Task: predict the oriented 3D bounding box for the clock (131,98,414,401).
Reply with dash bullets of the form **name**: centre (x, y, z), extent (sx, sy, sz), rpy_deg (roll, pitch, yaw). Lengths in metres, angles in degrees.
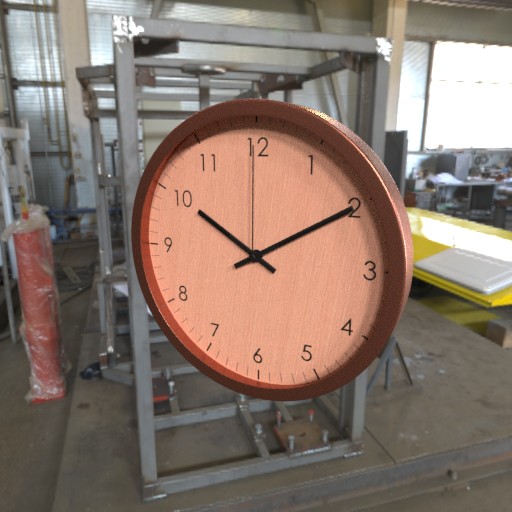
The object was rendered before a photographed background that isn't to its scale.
- **clock**: centre (0.000, 0.000, 0.470), extent (0.313, 0.313, 0.040), rpy_deg (8, 16, 27)
